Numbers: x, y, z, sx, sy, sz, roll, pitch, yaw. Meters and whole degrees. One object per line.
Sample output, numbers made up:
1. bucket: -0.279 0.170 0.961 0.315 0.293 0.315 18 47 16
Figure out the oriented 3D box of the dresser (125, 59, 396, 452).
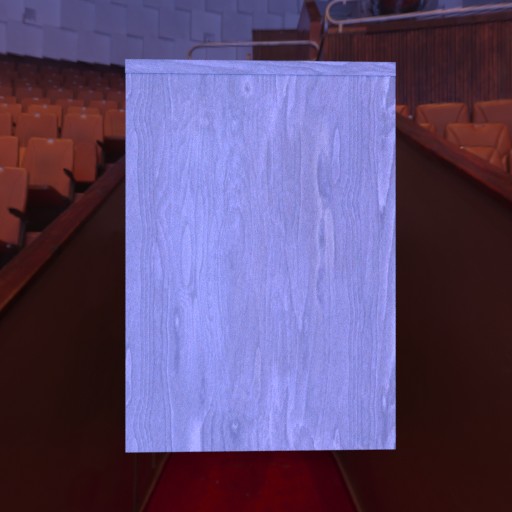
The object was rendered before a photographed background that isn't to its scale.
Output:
1. dresser: 0.000 0.000 1.270 0.529 0.762 0.809 0 0 -2
